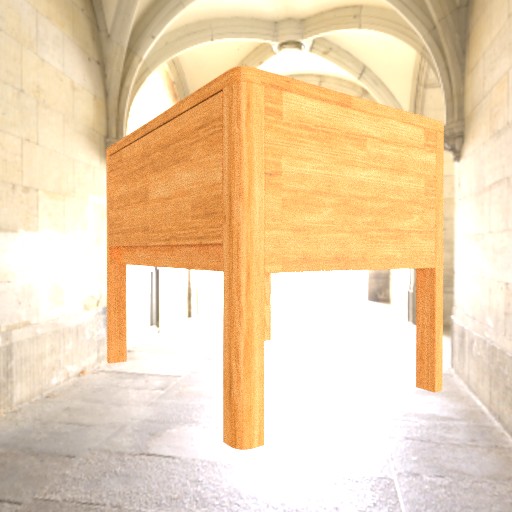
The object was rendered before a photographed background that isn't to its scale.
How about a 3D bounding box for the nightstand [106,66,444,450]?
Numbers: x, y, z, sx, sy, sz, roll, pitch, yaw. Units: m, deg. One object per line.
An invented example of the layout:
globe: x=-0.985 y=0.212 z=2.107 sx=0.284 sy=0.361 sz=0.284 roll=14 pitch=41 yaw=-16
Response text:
nightstand: x=0.000 y=0.000 z=0.889 sx=0.440 sy=0.470 sz=0.560 roll=0 pitch=1 yaw=-35
